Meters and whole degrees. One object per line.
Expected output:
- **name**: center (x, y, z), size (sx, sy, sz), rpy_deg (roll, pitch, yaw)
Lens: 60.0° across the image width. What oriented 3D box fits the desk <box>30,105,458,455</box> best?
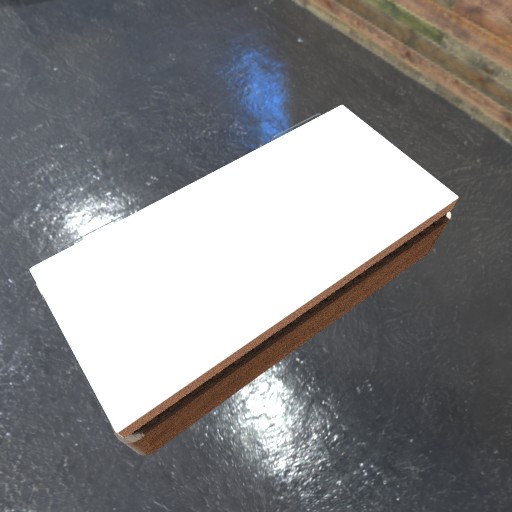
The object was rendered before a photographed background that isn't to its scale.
- **desk**: center (0.000, 0.000, 2.240), size (1.900, 0.455, 0.900), rpy_deg (-32, 63, -18)
